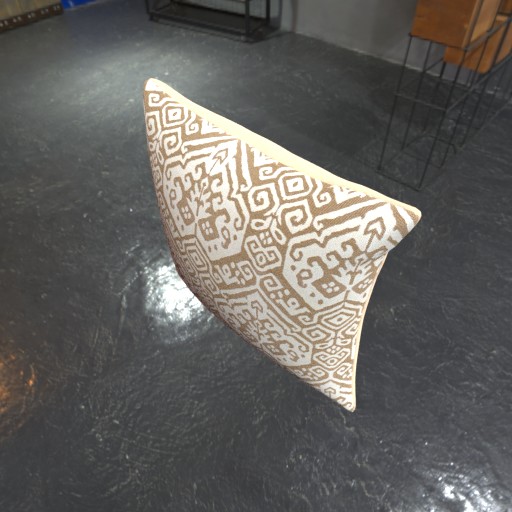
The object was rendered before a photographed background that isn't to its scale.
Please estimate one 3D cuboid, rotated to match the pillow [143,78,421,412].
[{"bbox_3d":[0.000,0.000,0.648,0.419,0.407,0.173,34,55,28],"label":"pillow"}]
